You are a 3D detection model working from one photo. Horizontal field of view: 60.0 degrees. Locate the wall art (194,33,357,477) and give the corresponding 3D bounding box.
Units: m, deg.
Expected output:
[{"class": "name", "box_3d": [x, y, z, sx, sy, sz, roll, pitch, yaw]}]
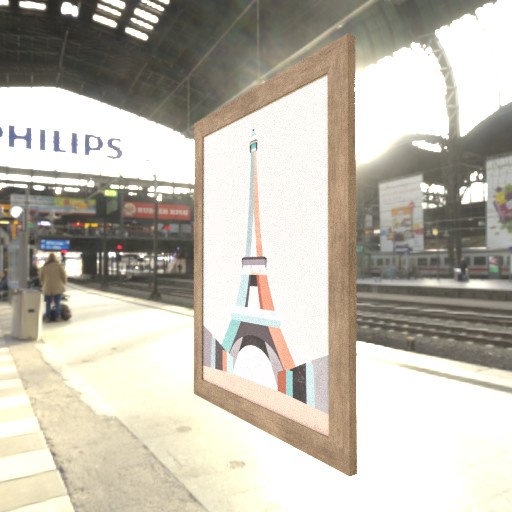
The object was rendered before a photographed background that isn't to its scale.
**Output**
[{"class": "wall art", "box_3d": [0.000, 0.000, 0.910, 0.018, 0.686, 0.534, 1, -2, -34]}]
